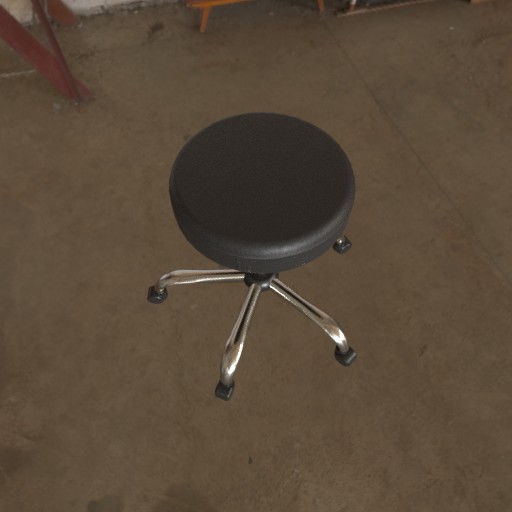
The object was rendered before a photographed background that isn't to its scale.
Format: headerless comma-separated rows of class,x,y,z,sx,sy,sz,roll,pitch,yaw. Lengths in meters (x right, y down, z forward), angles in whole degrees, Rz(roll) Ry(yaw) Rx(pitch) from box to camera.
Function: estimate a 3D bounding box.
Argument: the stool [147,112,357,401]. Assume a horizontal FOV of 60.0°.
stool,0.000,0.000,1.167,0.673,0.576,0.638,15,59,9
